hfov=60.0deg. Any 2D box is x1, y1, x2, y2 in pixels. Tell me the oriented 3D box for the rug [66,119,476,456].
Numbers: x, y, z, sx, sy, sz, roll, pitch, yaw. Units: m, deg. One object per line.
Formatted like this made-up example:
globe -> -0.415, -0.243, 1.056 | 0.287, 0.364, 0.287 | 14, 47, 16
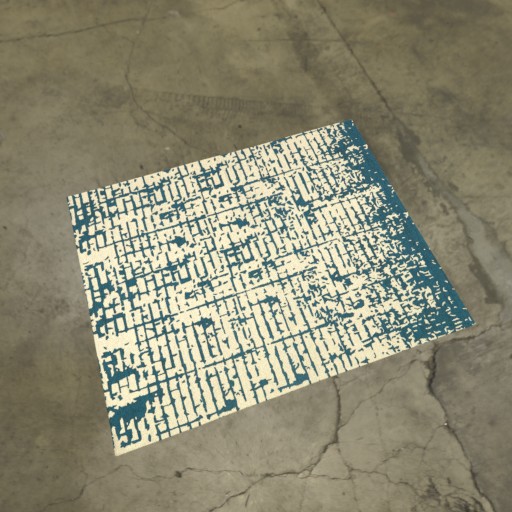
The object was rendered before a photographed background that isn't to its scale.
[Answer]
rug -> 0.000, 0.000, 3.970 | 3.017, 0.014, 2.416 | -17, 64, -9
